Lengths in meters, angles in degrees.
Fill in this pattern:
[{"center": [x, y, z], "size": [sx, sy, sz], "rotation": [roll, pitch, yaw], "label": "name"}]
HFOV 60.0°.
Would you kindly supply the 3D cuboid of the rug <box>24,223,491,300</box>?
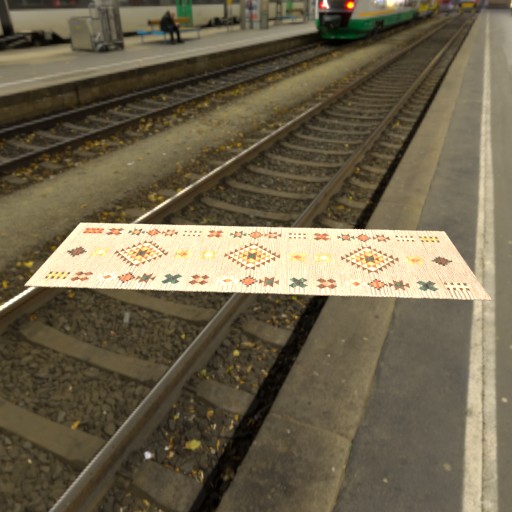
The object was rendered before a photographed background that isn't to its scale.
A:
[{"center": [0.000, 0.000, 2.633], "size": [2.432, 0.008, 0.766], "rotation": [2, 30, 3], "label": "rug"}]
